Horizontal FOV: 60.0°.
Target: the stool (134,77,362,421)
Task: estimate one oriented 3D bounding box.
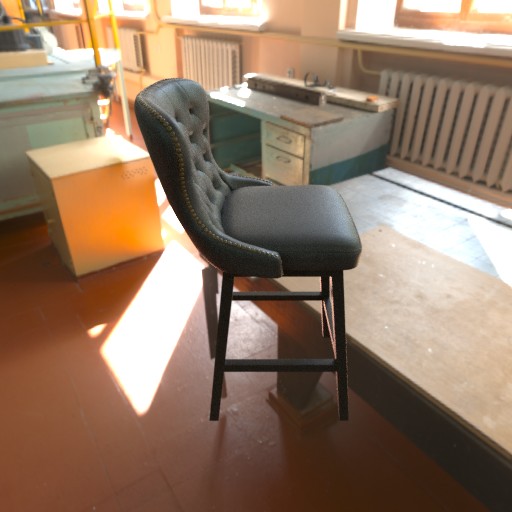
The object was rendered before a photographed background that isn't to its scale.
[{"bbox_3d":[0.000,0.000,1.351,0.593,0.971,0.528,0,31,0],"label":"stool"}]
